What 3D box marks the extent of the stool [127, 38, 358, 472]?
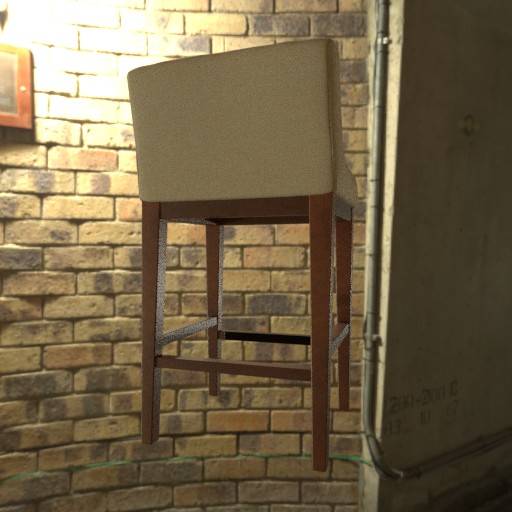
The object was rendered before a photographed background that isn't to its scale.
[{"bbox_3d":[0.000,0.000,1.215,0.511,0.937,0.500,0,0,19],"label":"stool"}]
